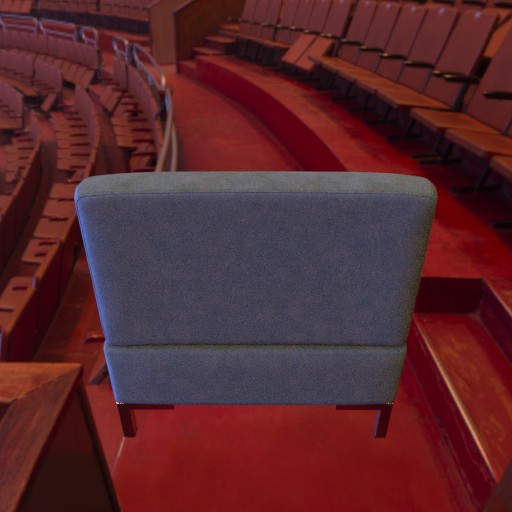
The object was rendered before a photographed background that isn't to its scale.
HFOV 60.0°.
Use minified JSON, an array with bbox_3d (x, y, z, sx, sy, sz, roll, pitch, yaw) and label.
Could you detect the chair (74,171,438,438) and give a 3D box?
[{"bbox_3d":[0.000,0.000,1.219,0.684,0.660,0.685,0,30,0],"label":"chair"}]
